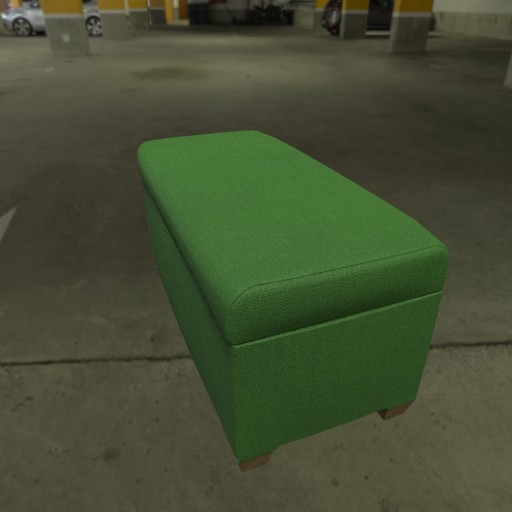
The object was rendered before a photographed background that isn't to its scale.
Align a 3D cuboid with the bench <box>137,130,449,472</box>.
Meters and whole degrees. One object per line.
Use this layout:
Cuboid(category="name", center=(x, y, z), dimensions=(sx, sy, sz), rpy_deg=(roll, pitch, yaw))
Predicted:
Cuboid(category="bench", center=(0.000, 0.000, 1.286), dimensions=(0.505, 0.501, 0.989), rpy_deg=(-11, 32, -19))
